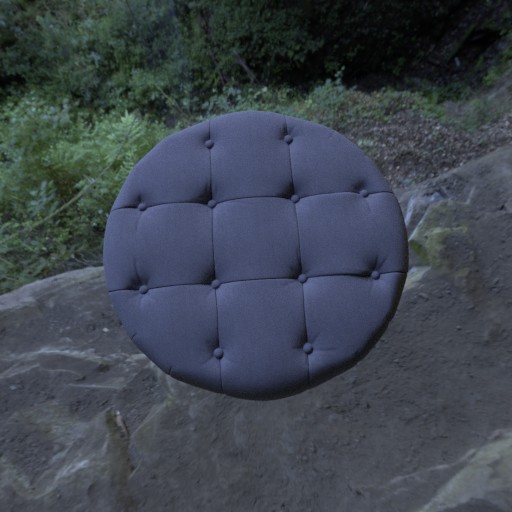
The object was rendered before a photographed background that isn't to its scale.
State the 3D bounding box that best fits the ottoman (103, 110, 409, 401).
[{"bbox_3d":[0.000,0.000,1.457,0.901,0.439,0.901,0,76,0],"label":"ottoman"}]
